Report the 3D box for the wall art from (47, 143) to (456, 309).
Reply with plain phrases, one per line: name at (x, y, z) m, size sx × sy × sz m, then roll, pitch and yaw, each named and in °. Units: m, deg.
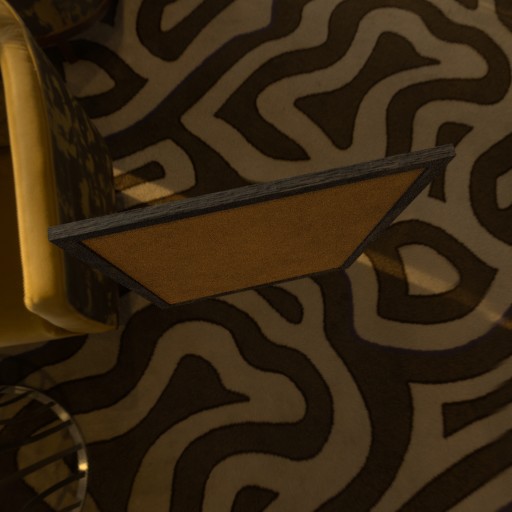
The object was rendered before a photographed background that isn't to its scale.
wall art at (0.000, 0.000, 1.382) m, size 0.812 × 1.066 × 0.029 m, roll -12°, pitch 77°, yaw -3°
